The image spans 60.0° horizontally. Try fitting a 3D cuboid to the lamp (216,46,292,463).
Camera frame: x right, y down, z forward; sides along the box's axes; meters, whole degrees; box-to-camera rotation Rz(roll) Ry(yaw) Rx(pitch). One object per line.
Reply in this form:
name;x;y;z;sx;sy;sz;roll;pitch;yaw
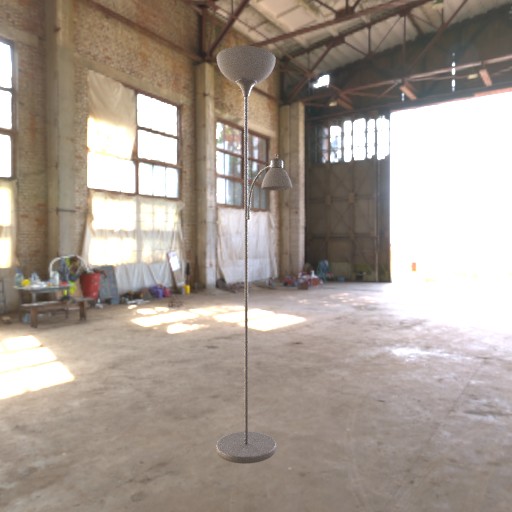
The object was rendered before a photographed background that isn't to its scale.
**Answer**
lamp;0.000;0.000;1.986;0.279;1.804;0.425;-1;1;-36
